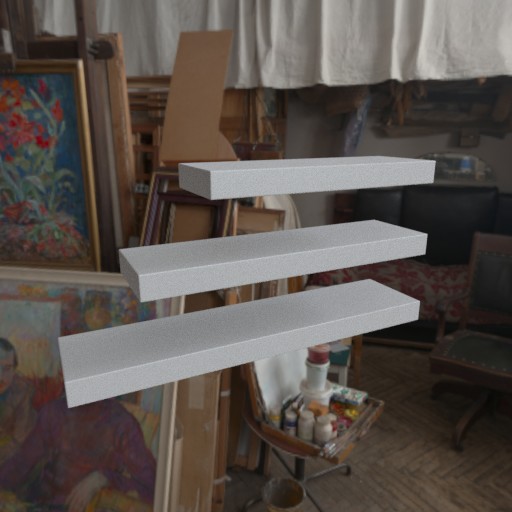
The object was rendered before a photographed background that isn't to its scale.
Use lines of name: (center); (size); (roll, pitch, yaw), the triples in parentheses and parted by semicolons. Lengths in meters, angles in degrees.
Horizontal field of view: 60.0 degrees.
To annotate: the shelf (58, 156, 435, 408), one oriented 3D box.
shelf: (0.000, 0.000, 0.719); (0.610, 0.293, 0.140); (-8, 18, -25)
